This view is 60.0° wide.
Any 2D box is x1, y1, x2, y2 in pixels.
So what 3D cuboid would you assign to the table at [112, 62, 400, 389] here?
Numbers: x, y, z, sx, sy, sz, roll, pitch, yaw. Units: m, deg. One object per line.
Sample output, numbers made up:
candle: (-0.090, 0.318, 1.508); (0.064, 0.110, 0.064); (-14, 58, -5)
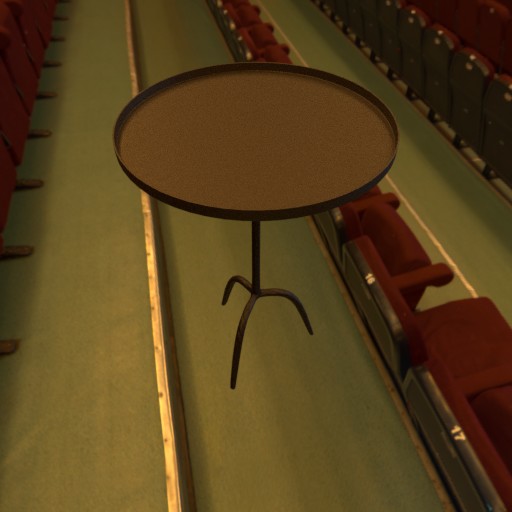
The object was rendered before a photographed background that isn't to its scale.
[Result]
table: (0.000, 0.000, 1.044); (0.502, 0.700, 0.502); (-10, 47, -9)
